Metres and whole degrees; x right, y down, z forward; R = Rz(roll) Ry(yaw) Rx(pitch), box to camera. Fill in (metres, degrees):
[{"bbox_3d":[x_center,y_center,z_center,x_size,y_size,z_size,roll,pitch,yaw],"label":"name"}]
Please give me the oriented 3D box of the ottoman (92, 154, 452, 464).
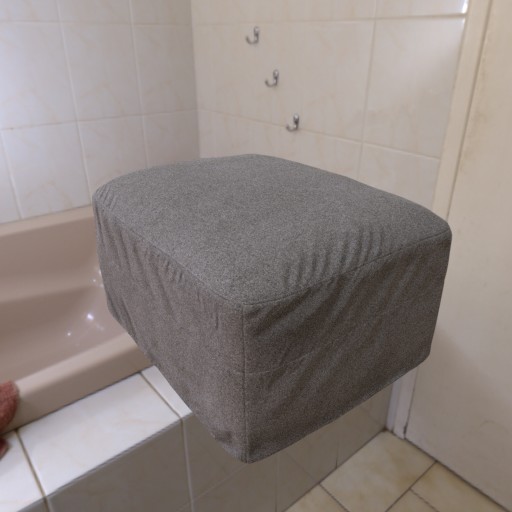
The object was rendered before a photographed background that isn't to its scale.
[{"bbox_3d":[0.000,0.000,1.263,0.683,0.481,0.837,-18,32,-33],"label":"ottoman"}]
